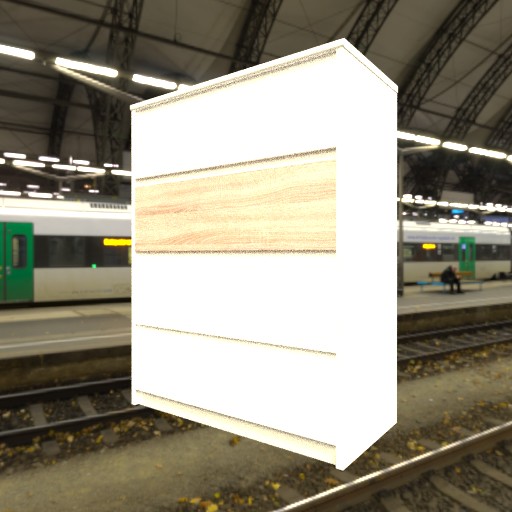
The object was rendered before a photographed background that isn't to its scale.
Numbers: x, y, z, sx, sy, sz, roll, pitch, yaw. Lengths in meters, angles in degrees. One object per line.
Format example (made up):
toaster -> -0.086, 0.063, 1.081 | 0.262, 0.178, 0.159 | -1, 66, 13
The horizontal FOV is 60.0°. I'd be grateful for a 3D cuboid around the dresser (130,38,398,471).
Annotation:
dresser -> 0.000, 0.000, 1.446 | 0.800, 1.040, 0.380 | 0, 0, 37
